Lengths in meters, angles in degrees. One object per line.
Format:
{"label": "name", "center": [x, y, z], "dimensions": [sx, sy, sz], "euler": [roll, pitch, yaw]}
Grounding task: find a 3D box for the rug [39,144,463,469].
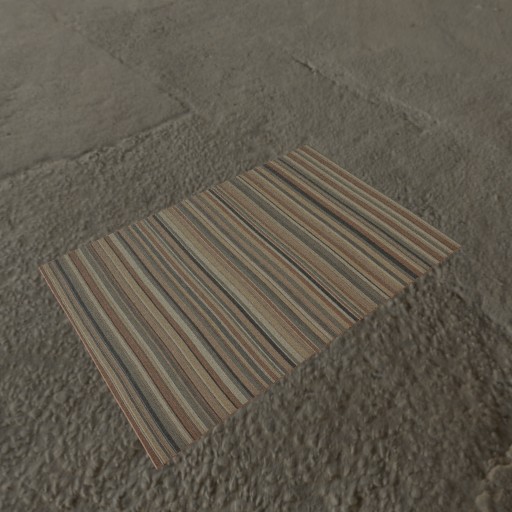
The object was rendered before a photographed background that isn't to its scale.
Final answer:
{"label": "rug", "center": [0.000, 0.000, 2.284], "dimensions": [1.829, 0.008, 1.219], "euler": [-29, 53, -25]}
